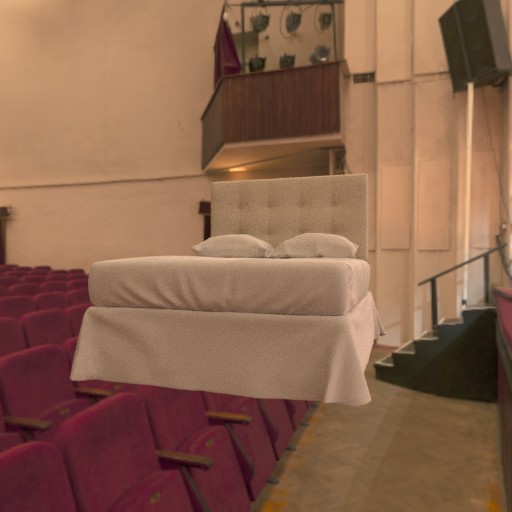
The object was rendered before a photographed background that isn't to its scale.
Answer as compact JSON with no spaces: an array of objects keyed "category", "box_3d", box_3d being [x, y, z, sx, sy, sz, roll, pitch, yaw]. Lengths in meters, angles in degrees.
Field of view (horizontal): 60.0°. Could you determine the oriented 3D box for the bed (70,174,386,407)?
[{"category":"bed","box_3d":[0.000,0.000,3.538,1.936,1.577,2.222,0,0,18]}]
